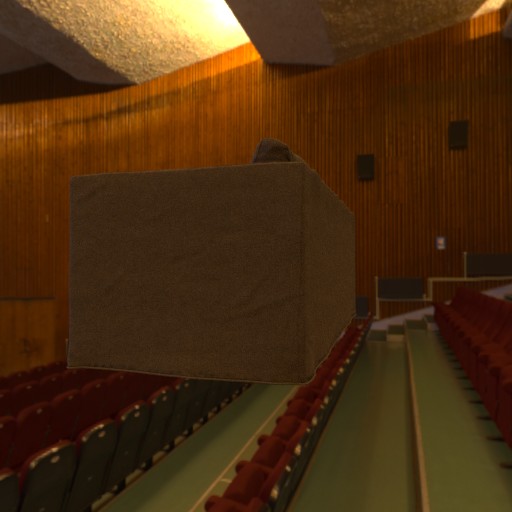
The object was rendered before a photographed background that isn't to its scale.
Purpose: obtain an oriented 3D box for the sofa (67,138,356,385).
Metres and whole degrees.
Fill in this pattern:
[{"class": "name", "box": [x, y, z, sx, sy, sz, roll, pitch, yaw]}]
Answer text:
[{"class": "sofa", "box": [0.000, 0.000, 2.474, 0.953, 0.855, 1.982, 0, 0, 17]}]
